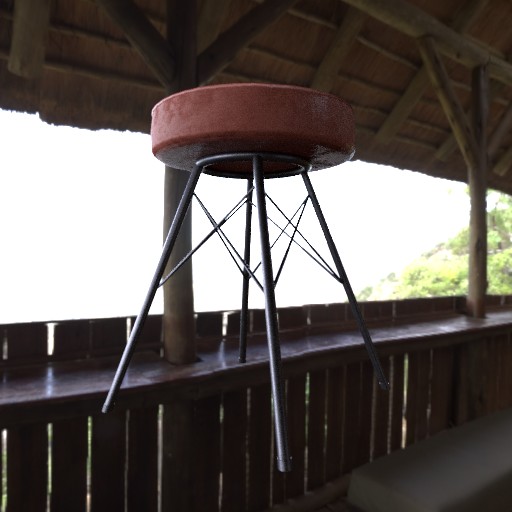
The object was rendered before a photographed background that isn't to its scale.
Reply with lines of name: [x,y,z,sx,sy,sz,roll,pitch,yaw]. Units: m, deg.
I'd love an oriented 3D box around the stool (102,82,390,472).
stool: [0.000,0.000,0.916,0.421,0.593,0.457,1,1,35]
